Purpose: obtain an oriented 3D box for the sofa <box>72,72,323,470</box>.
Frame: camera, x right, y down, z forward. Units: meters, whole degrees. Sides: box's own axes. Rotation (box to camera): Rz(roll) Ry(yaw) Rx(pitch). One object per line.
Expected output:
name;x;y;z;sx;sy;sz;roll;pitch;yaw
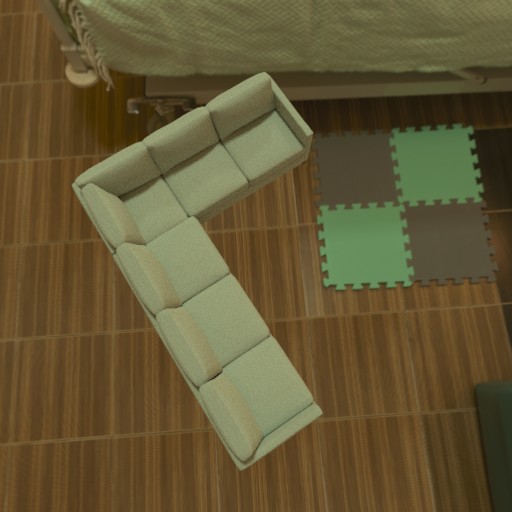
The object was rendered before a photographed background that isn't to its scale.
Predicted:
sofa;0.000;0.000;4.684;2.522;0.934;3.333;-32;78;-8
